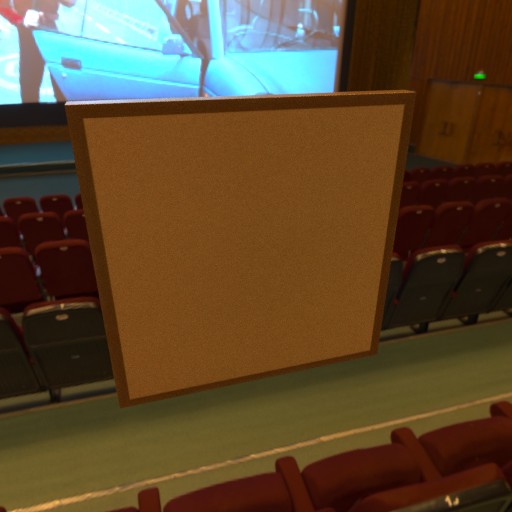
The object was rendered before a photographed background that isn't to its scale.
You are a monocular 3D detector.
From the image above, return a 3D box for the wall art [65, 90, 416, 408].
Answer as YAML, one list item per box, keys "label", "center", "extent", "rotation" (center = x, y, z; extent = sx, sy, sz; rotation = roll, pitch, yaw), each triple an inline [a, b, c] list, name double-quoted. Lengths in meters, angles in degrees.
- label: "wall art"
  center: [0.000, 0.000, 0.746]
  extent: [0.510, 0.509, 0.033]
  rotation: [-8, 27, -15]
